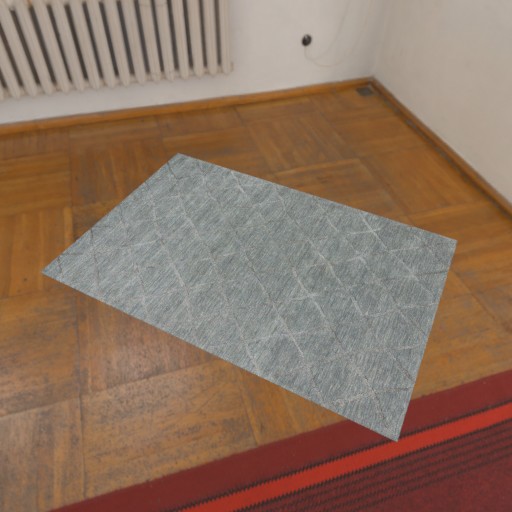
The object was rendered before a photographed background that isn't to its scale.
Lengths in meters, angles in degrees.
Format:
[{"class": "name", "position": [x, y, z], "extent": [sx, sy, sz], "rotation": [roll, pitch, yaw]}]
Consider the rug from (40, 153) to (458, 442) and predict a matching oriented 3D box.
[{"class": "rug", "position": [0.000, 0.000, 2.900], "extent": [2.283, 0.006, 1.521], "rotation": [21, 49, 19]}]
